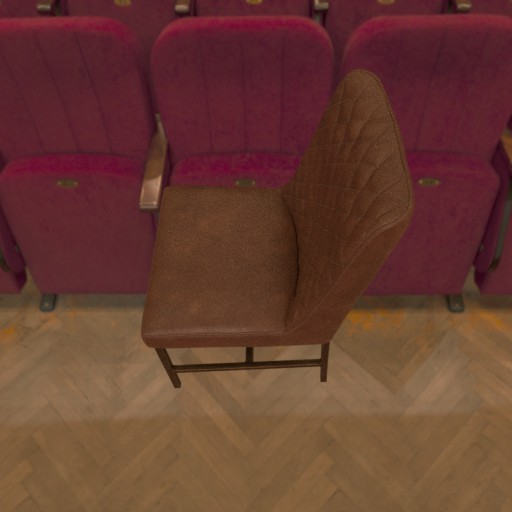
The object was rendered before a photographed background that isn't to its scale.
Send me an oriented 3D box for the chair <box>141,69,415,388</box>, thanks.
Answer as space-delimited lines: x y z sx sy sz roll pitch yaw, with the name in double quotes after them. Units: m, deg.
0.000 0.000 1.244 0.587 0.889 0.508 0 57 0 "chair"
